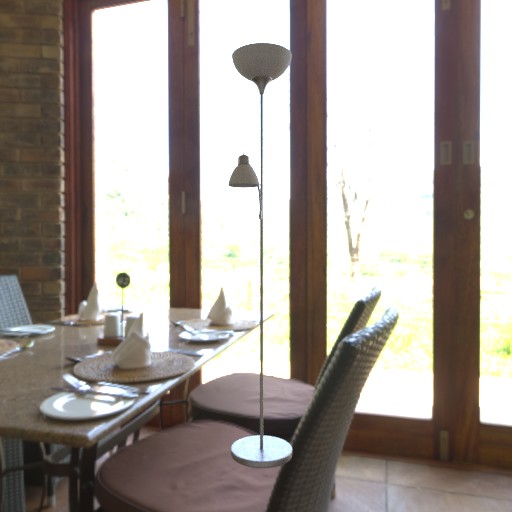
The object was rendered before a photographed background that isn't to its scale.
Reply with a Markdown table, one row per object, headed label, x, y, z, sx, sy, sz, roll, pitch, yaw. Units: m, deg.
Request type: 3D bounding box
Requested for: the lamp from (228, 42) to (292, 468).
| label | x | y | z | sx | sy | sz | roll | pitch | yaw |
| --- | --- | --- | --- | --- | --- | --- | --- | --- | --- |
| lamp | 0.000 | 0.000 | 1.938 | 0.279 | 1.804 | 0.425 | 0 | 0 | 19 |
